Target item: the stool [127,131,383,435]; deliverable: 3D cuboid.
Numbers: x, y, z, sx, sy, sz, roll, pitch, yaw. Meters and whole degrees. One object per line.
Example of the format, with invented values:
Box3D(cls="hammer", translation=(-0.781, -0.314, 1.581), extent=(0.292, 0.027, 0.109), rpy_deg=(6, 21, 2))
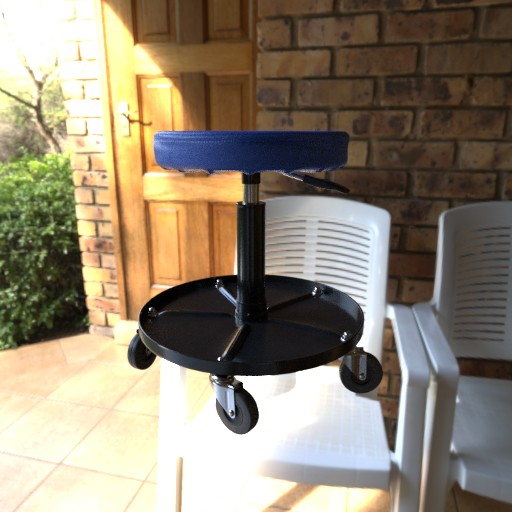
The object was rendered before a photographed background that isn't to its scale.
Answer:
Box3D(cls="stool", translation=(0.000, 0.000, 0.672), extent=(0.382, 0.365, 0.381), rpy_deg=(2, 16, 8))
